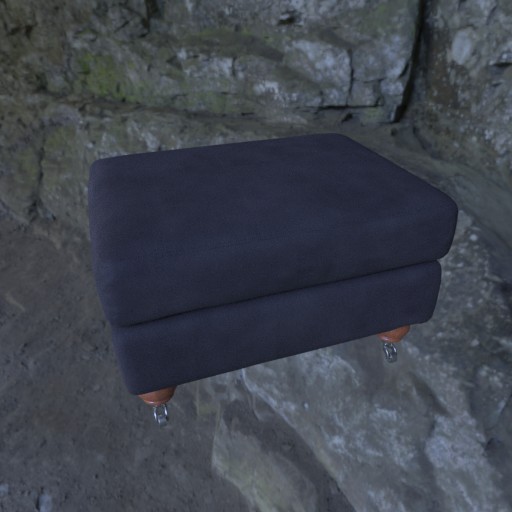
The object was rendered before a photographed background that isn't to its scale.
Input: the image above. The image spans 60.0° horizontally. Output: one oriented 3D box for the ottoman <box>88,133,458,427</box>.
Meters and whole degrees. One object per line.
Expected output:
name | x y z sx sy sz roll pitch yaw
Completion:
ottoman | 0.000 0.000 1.162 0.773 0.497 0.574 -10 34 -16
